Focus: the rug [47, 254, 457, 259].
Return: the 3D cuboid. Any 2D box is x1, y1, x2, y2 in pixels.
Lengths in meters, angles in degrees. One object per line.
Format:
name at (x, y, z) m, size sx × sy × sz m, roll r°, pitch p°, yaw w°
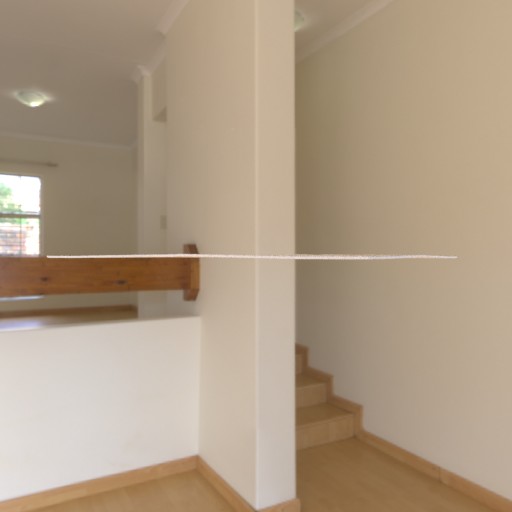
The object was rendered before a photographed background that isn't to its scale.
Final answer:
rug at (0.000, 0.000, 4.371) m, size 3.245 × 0.046 × 2.467 m, roll 0°, pitch 0°, yaw 35°
